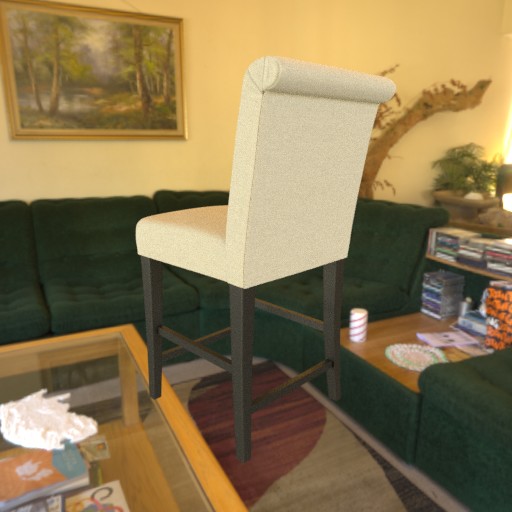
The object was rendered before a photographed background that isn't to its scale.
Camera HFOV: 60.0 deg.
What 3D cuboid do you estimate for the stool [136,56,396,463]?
[{"bbox_3d":[0.000,0.000,1.305,0.452,0.976,0.597,-14,20,-43],"label":"stool"}]
